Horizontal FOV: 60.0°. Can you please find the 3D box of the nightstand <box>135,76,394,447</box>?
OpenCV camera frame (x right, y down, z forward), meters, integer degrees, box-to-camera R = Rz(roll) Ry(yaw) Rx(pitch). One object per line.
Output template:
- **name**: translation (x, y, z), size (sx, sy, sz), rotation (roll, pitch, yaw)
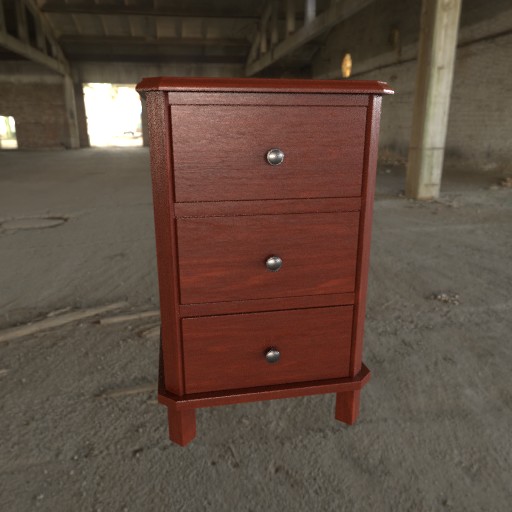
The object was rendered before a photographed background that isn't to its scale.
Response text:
- **nightstand**: translation (0.000, 0.000, 0.950), size (0.435, 0.681, 0.351), rotation (-3, 17, -10)
